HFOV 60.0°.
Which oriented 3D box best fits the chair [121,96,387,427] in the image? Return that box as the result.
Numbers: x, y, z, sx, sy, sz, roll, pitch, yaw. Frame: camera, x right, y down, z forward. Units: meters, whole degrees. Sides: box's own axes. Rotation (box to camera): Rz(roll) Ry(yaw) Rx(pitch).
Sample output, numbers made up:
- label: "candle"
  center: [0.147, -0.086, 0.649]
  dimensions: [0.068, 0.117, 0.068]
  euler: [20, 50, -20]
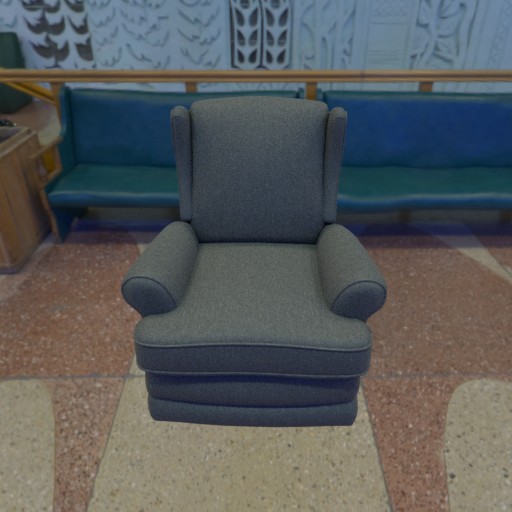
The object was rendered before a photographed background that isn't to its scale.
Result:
- label: "chair"
  center: [0.000, 0.000, 1.698]
  dimensions: [0.847, 1.011, 0.969]
  euler: [1, 32, 1]
